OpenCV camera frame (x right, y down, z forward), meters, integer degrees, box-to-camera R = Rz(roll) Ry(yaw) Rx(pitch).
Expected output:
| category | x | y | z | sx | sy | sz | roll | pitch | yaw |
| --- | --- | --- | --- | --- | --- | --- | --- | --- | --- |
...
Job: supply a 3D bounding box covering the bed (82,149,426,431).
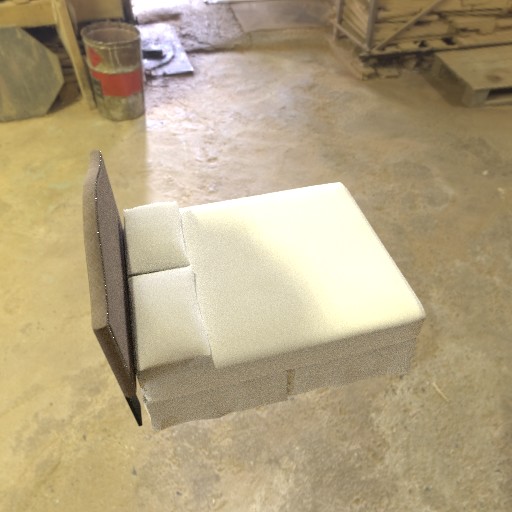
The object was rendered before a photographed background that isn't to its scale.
| category | x | y | z | sx | sy | sz | roll | pitch | yaw |
| --- | --- | --- | --- | --- | --- | --- | --- | --- | --- |
| bed | 0.000 | 0.000 | 3.342 | 2.153 | 1.518 | 1.713 | -11 | 48 | -10 |
